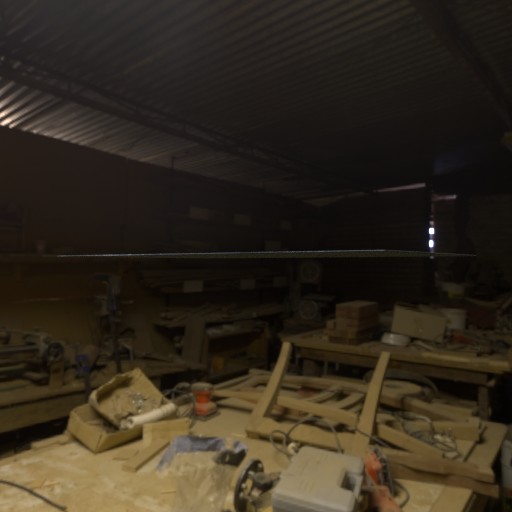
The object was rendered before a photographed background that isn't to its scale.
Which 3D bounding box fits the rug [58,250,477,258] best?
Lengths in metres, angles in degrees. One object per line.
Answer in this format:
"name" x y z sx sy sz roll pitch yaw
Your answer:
"rug" 0.000 0.000 3.018 2.440 0.007 1.525 -1 -1 38
